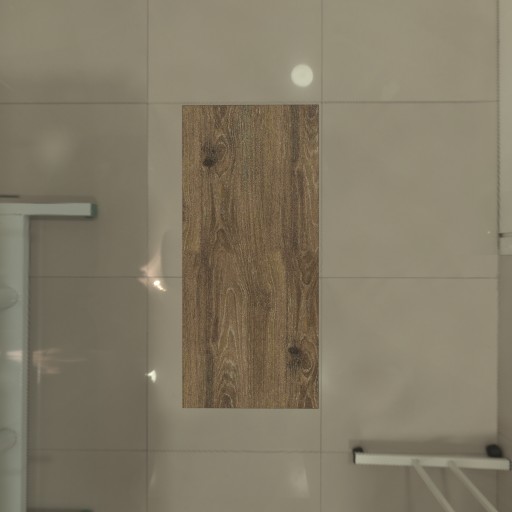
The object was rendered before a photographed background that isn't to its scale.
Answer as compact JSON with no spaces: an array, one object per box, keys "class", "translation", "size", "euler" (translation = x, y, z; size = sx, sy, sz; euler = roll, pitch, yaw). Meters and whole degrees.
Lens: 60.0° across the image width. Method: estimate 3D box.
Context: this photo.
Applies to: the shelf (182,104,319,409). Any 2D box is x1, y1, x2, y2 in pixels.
[{"class":"shelf","translation":[0.000,0.000,2.017],"size":[0.360,1.700,0.800],"euler":[0,90,1]}]
